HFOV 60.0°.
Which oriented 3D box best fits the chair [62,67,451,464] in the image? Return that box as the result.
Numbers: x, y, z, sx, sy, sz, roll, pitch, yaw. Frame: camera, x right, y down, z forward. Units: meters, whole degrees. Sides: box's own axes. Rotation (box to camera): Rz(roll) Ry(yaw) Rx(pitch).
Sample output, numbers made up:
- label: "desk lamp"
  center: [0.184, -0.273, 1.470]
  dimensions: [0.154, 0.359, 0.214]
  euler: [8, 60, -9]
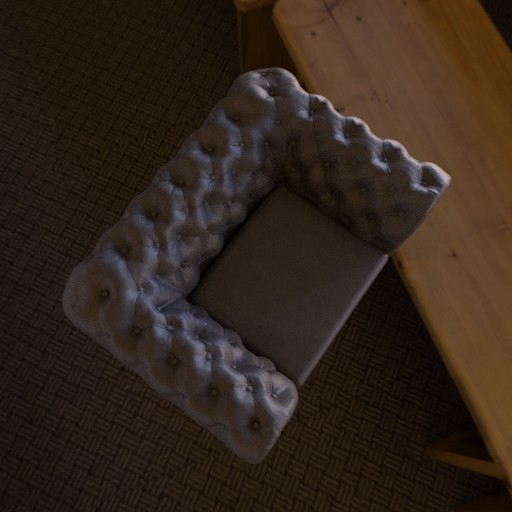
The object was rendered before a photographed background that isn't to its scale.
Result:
- label: "chair"
  center: [0.000, 0.000, 1.917]
  dimensions: [0.943, 0.780, 1.298]
  euler: [36, 78, 9]
